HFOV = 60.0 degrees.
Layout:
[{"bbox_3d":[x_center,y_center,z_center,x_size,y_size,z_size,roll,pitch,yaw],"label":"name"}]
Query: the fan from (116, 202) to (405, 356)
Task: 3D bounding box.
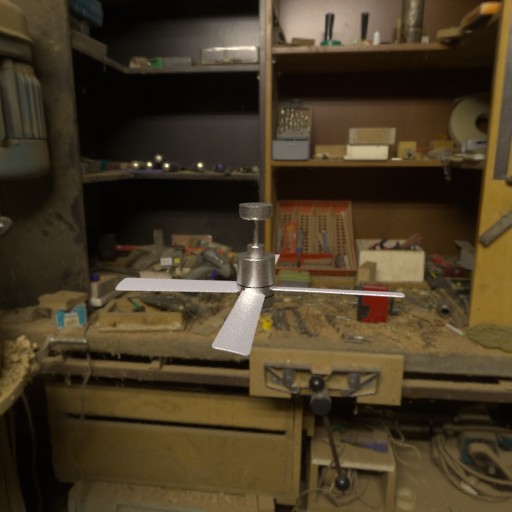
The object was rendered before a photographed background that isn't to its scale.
[{"bbox_3d":[0.000,0.000,2.326,1.525,0.539,1.525,2,14,8],"label":"fan"}]
